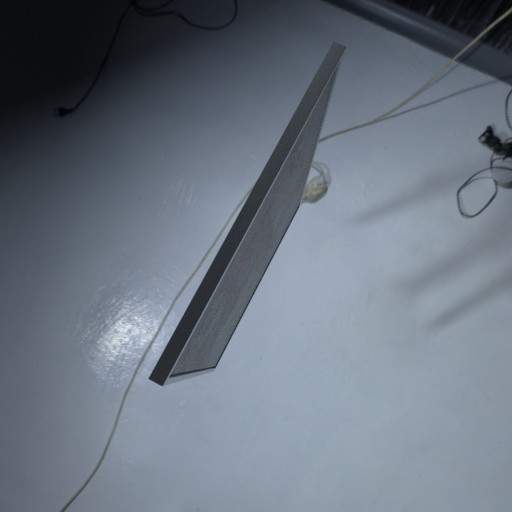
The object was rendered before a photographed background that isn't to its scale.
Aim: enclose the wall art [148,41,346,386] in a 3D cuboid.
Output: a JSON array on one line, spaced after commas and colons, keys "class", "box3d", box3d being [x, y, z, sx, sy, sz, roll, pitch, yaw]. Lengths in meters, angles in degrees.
[{"class": "wall art", "box3d": [0.000, 0.000, 1.413, 0.030, 1.046, 0.816, 27, 78, 6]}]
